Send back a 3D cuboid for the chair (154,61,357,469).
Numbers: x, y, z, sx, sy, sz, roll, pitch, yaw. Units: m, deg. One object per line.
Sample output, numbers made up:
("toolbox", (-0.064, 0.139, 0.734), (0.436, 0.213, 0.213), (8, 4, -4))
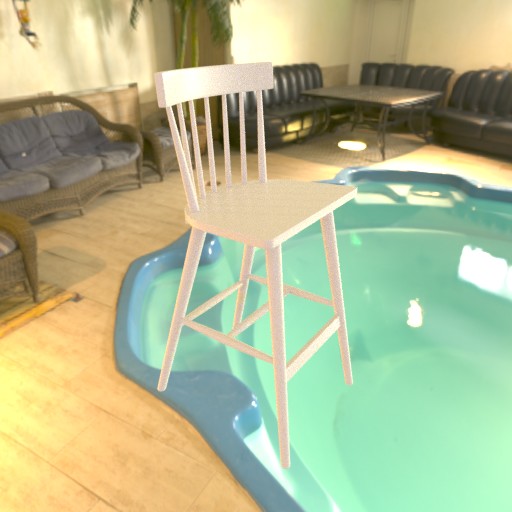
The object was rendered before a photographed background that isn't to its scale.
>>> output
("chair", (0.000, 0.000, 1.397), (0.572, 1.092, 0.483), (19, 33, 32))
